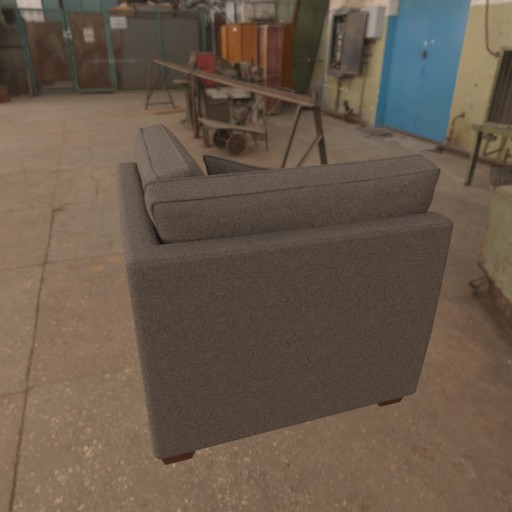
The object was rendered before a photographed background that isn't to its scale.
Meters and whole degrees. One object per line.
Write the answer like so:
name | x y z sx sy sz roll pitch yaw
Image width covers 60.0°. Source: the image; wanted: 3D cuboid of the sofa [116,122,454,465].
sofa | 0.000 0.000 1.945 1.084 1.002 1.146 -8 27 -15
